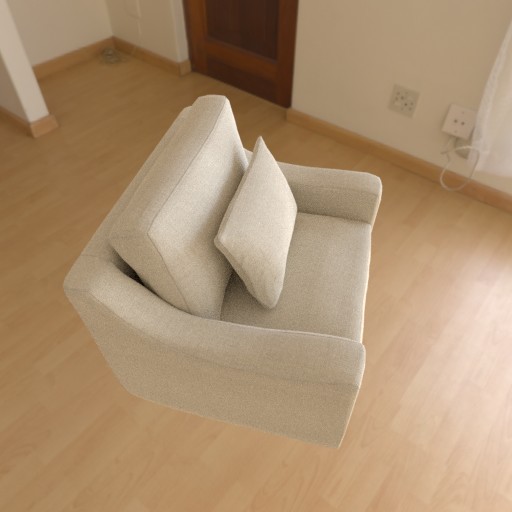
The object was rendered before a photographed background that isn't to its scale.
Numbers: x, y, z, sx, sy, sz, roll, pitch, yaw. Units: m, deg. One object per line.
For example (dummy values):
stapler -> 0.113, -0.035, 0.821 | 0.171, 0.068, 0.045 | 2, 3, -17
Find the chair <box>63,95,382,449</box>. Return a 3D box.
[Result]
chair -> 0.000, 0.000, 1.941 | 1.009, 1.016, 1.178 | 11, 49, 9
